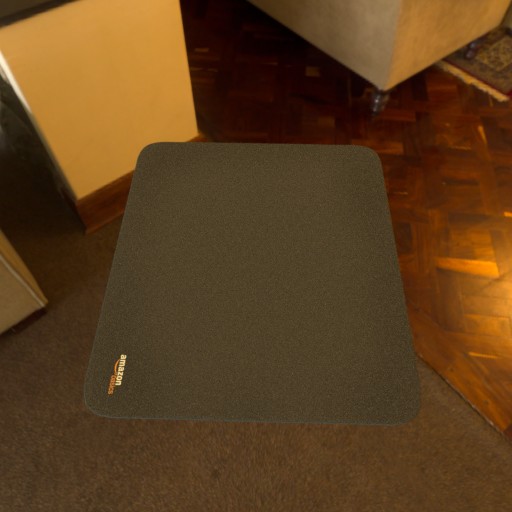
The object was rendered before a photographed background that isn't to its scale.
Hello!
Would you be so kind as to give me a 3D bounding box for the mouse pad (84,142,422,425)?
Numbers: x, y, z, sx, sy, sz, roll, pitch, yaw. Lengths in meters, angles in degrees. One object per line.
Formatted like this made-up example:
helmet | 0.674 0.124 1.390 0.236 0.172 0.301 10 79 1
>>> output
mouse pad | 0.000 0.000 0.319 0.203 0.003 0.229 1 57 1
